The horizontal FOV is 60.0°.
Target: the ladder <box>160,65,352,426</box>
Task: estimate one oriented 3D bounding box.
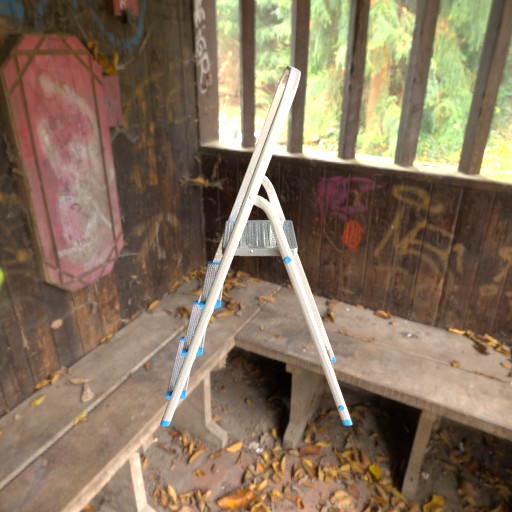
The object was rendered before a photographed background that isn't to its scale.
[{"bbox_3d":[0.000,0.000,1.822,0.842,1.434,0.445,0,26,0],"label":"ladder"}]
